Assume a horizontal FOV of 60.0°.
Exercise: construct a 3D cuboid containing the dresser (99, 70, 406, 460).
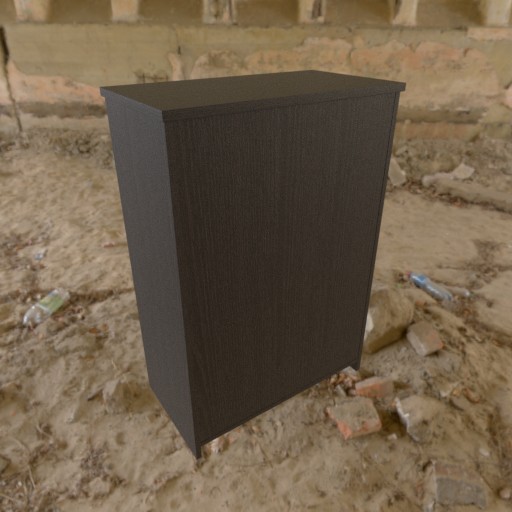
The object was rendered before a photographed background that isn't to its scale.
[{"bbox_3d":[0.000,0.000,1.401,0.704,1.020,0.399,-18,33,-30],"label":"dresser"}]
